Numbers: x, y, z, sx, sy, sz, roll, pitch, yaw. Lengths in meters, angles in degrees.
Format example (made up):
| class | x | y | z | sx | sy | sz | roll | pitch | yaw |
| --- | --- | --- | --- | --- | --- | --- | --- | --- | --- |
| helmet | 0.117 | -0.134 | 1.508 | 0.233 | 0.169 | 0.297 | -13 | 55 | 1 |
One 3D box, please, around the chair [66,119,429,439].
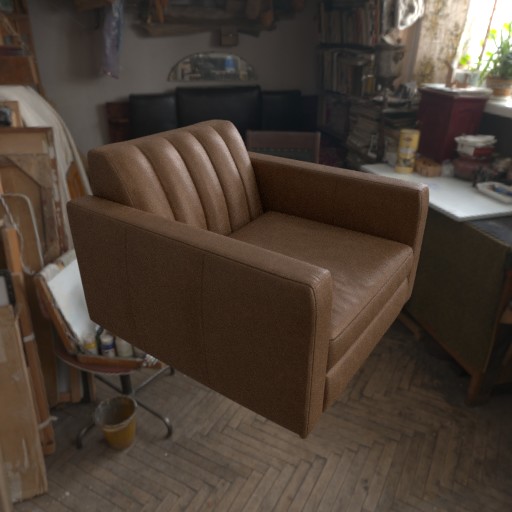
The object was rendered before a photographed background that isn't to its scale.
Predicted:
| class | x | y | z | sx | sy | sz | roll | pitch | yaw |
| --- | --- | --- | --- | --- | --- | --- | --- | --- | --- |
| chair | 0.000 | 0.000 | 1.679 | 0.998 | 0.819 | 0.953 | 18 | 33 | 31 |
